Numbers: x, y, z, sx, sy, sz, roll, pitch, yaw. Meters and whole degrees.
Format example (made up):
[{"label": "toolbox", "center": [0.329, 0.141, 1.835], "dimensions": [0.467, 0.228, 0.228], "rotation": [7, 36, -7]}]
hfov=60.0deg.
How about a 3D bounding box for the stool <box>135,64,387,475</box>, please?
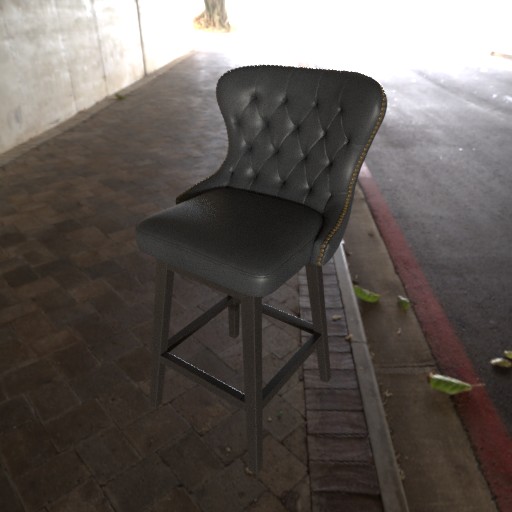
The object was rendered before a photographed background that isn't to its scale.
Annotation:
[{"label": "stool", "center": [0.000, 0.000, 1.294], "dimensions": [0.528, 0.971, 0.593], "rotation": [19, 35, 30]}]
